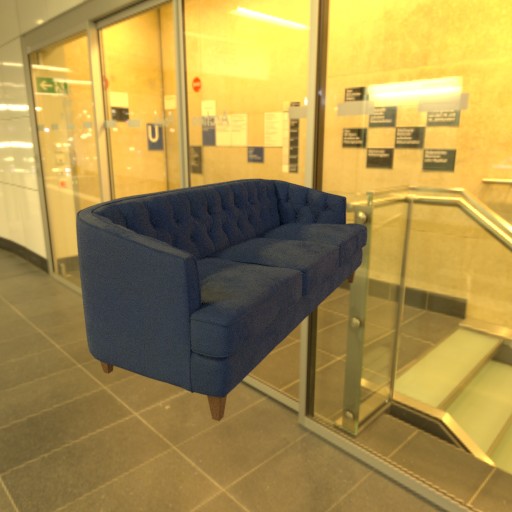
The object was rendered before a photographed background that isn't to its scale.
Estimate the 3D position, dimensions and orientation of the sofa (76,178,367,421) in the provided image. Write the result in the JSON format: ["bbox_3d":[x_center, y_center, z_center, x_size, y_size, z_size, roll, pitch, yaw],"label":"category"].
[{"bbox_3d":[0.000,0.000,2.837,0.941,0.855,2.278,7,16,26],"label":"sofa"}]
